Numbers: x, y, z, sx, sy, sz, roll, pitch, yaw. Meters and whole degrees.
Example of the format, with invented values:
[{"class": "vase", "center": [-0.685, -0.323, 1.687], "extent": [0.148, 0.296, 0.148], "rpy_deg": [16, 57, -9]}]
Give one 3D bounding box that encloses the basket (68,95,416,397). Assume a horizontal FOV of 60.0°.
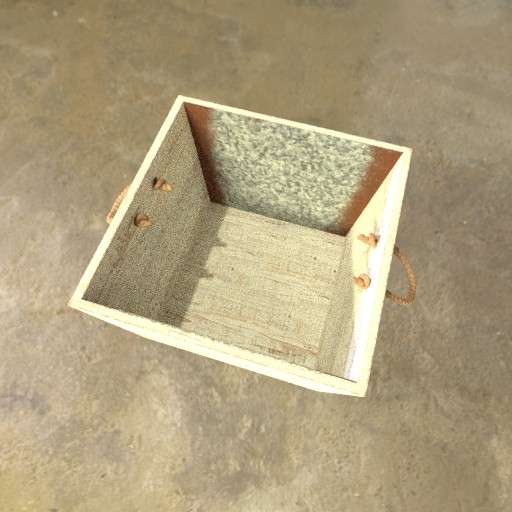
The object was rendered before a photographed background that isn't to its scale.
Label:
[{"class": "basket", "center": [0.000, 0.000, 0.778], "extent": [0.545, 0.247, 0.413], "rpy_deg": [15, 64, 8]}]
